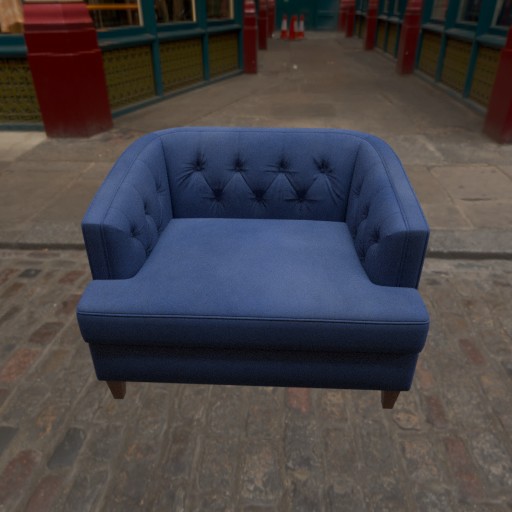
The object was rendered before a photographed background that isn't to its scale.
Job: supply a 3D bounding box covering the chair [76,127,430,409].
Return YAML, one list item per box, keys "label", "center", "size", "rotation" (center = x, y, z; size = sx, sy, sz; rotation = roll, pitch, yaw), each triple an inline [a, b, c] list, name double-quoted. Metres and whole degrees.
- label: "chair"
  center: [0.000, 0.000, 1.757]
  size: [1.118, 0.787, 0.914]
  rotation: [1, 31, 2]
